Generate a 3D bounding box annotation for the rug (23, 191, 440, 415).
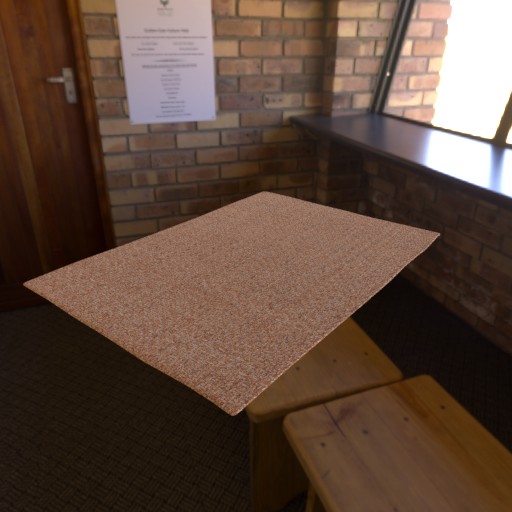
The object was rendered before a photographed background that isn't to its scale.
[{"bbox_3d":[0.000,0.000,2.730,1.566,0.013,2.141,19,32,34],"label":"rug"}]
